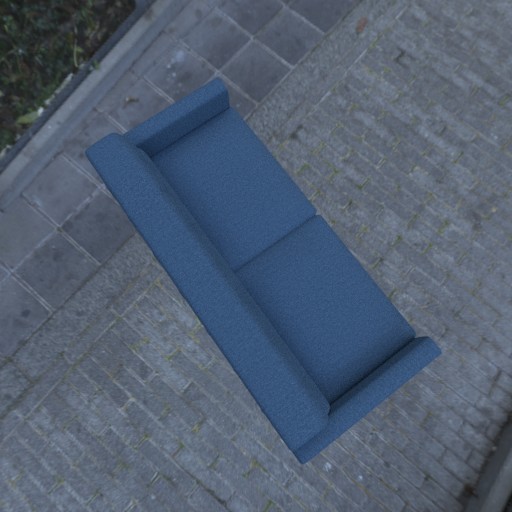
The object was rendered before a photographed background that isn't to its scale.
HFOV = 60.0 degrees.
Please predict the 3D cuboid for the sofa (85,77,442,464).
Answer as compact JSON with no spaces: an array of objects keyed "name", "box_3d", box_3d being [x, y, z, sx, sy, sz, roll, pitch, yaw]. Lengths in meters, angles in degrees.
[{"name":"sofa","box_3d":[0.000,0.000,2.585,0.942,0.884,2.055,-35,78,-9]}]
